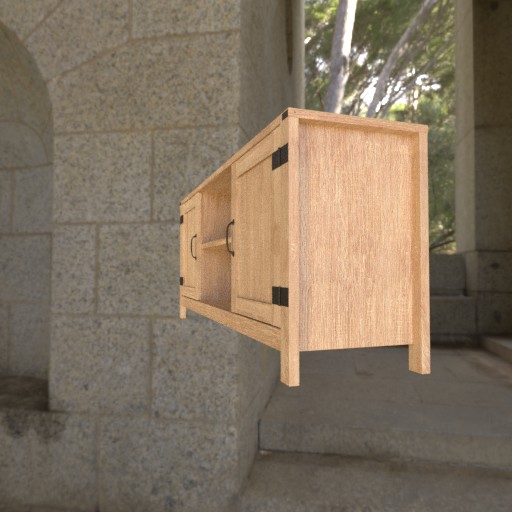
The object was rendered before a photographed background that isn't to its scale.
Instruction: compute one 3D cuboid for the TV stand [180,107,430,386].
[{"bbox_3d":[0.000,0.000,1.715,0.398,0.610,1.466,1,-2,-19],"label":"TV stand"}]
